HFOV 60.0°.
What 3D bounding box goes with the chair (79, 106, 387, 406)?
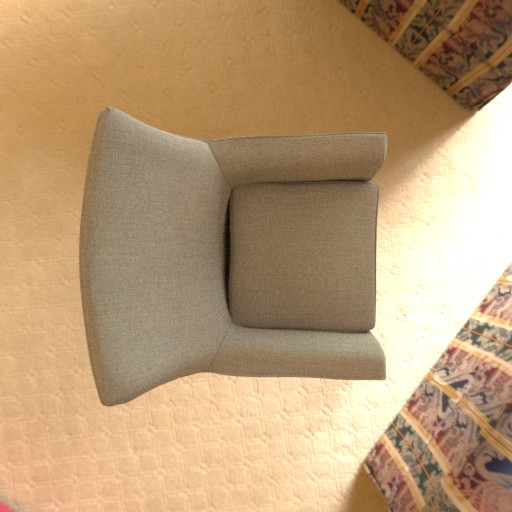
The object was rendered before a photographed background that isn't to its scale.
[{"bbox_3d":[0.000,0.000,1.751,0.993,1.047,0.887,0,91,0],"label":"chair"}]
